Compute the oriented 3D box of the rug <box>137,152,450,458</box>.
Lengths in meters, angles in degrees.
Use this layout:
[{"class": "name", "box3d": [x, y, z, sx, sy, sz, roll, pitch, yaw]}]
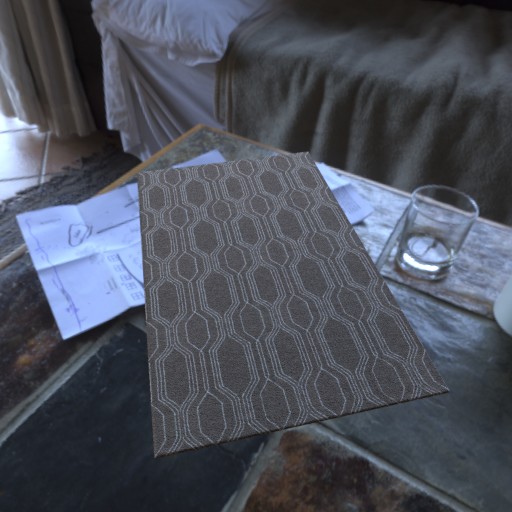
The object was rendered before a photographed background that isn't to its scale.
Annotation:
[{"class": "rug", "box3d": [0.000, 0.000, 3.071, 1.541, 0.012, 2.457, -9, 45, -9]}]
